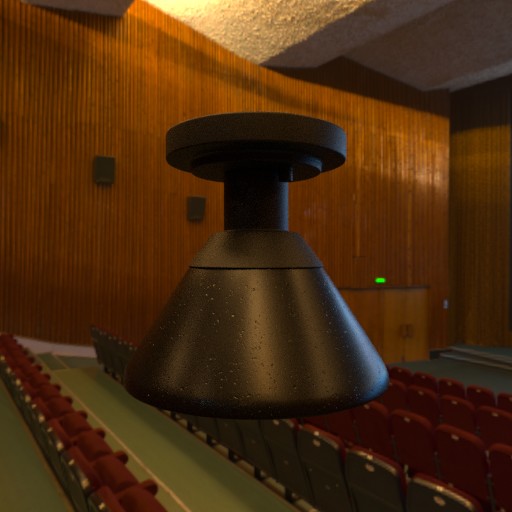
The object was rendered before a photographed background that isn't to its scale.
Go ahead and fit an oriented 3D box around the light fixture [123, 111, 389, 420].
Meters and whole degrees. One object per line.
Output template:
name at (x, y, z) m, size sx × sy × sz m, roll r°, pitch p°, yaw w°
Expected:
light fixture at (0.000, 0.000, 0.348) m, size 0.200 × 0.183 × 0.200 m, roll 0°, pitch 0°, yaw 0°
